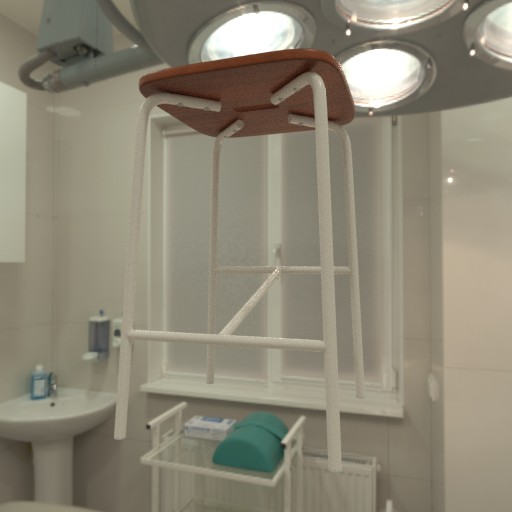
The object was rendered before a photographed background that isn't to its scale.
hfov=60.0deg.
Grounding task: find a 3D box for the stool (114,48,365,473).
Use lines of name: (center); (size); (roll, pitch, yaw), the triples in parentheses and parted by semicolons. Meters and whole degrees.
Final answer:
stool: (0.000, 0.000, 0.856); (0.376, 0.610, 0.376); (0, -1, 19)
